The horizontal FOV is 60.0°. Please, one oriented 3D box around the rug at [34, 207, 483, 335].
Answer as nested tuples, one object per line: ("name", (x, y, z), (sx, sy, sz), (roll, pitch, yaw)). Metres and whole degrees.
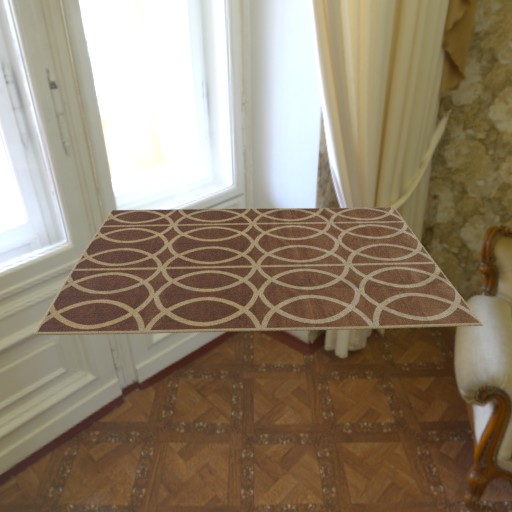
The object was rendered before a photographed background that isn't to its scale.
("rug", (0.000, 0.000, 2.905), (2.294, 0.014, 1.528), (-1, 30, -2))
